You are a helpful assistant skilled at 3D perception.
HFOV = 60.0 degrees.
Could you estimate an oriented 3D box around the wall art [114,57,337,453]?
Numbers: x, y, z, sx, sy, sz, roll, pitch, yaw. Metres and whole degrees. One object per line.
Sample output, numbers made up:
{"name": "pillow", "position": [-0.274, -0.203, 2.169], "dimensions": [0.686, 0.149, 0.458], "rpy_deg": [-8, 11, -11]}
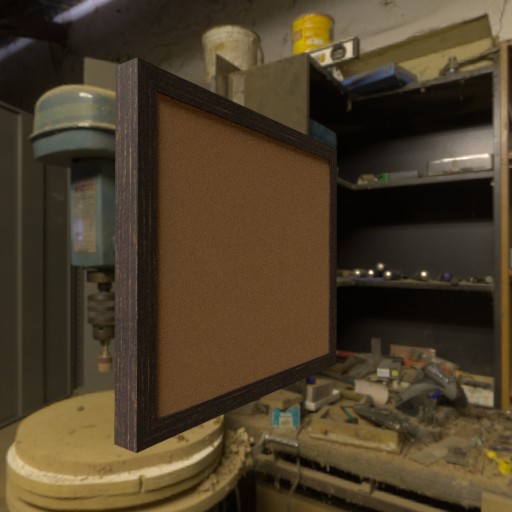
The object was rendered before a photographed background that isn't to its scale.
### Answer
{"name": "wall art", "position": [0.000, 0.000, 0.533], "dimensions": [0.031, 0.330, 0.381], "rpy_deg": [0, 0, 36]}
